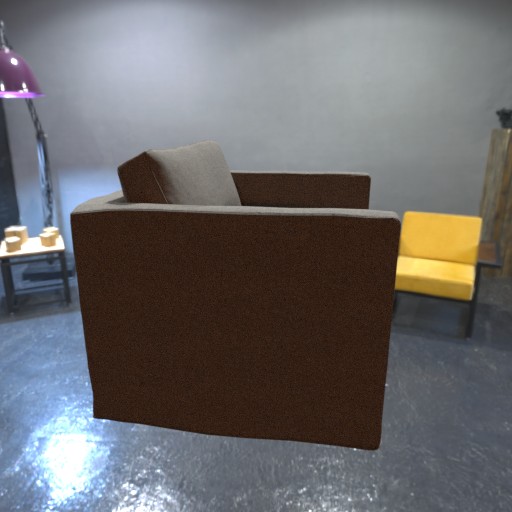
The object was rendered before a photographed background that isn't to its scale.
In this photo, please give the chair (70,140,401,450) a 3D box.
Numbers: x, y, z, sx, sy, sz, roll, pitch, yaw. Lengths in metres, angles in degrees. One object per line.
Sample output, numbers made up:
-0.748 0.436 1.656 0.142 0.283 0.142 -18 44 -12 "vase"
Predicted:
0.000 0.000 1.742 0.949 0.863 1.057 3 17 9 "chair"
